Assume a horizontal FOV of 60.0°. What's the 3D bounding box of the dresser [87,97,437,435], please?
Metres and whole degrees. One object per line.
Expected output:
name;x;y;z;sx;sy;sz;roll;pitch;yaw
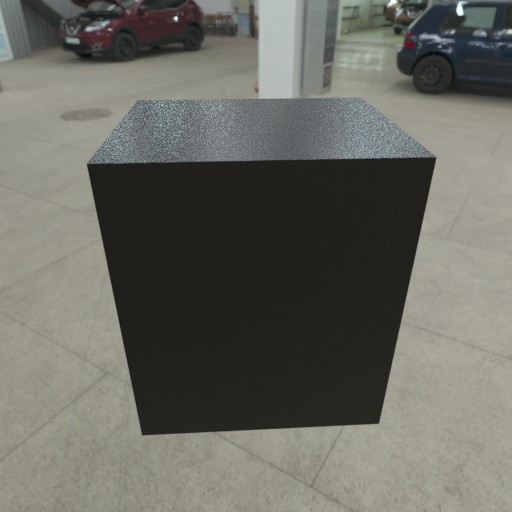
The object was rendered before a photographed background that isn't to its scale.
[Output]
dresser;0.000;0.000;0.780;0.400;0.470;0.360;-2;31;-3
